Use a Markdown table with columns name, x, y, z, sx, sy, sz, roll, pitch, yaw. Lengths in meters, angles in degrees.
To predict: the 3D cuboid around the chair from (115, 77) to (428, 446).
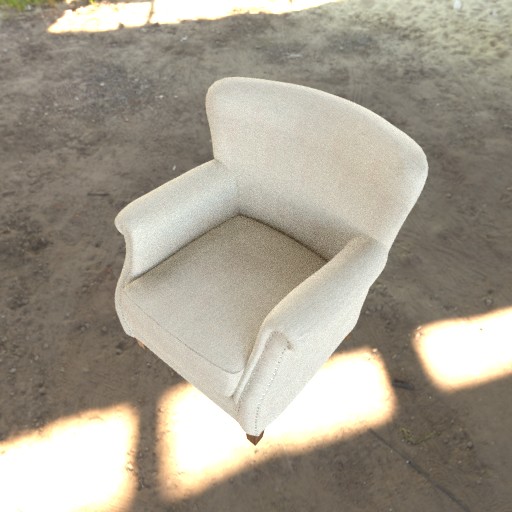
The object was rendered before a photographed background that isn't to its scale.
| name | x | y | z | sx | sy | sz | roll | pitch | yaw |
| --- | --- | --- | --- | --- | --- | --- | --- | --- | --- |
| chair | 0.000 | 0.000 | 1.639 | 0.861 | 0.936 | 0.921 | 31 | 54 | 26 |
